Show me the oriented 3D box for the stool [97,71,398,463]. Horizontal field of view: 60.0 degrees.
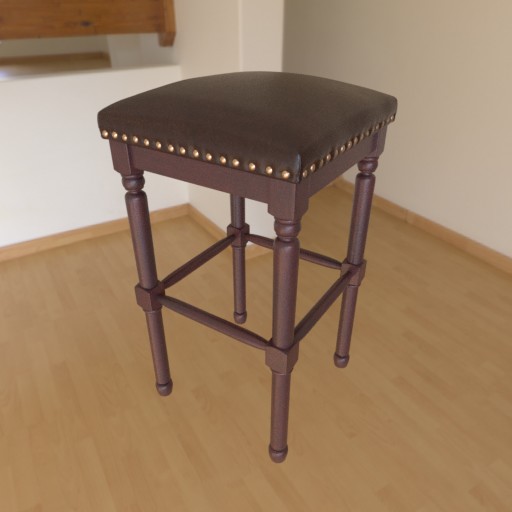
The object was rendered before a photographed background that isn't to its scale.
[{"bbox_3d":[0.000,0.000,0.920,0.383,0.702,0.382,19,36,28],"label":"stool"}]
